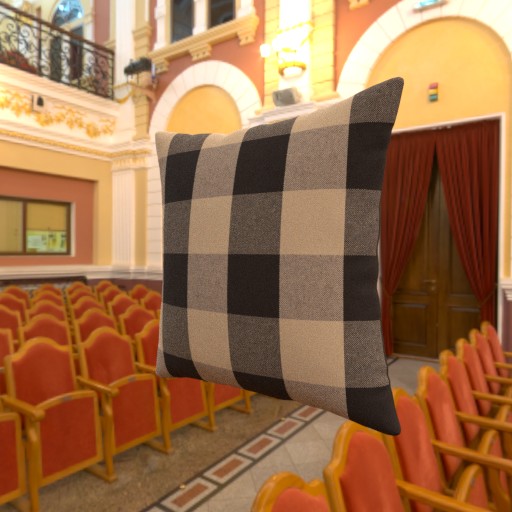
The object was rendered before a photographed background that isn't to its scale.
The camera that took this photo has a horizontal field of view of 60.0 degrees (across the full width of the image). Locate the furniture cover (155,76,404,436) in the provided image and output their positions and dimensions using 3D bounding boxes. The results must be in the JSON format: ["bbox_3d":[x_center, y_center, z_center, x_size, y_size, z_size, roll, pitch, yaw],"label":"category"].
[{"bbox_3d":[0.000,0.000,0.774,0.511,0.509,0.161,1,1,36],"label":"furniture cover"}]
